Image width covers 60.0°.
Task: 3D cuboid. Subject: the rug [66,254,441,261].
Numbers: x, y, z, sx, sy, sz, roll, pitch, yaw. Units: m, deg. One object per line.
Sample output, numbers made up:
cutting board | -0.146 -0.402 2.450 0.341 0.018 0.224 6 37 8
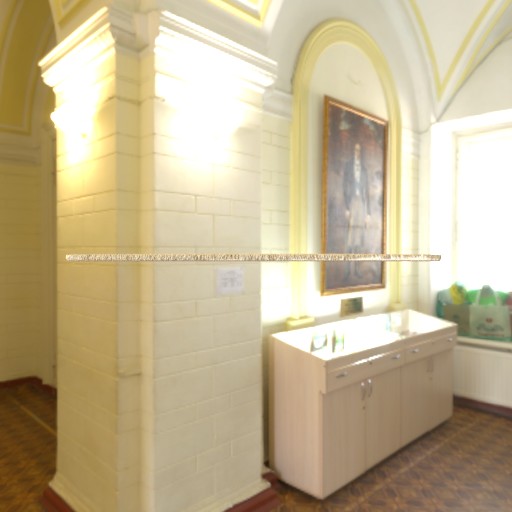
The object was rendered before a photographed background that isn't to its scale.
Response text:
rug | 0.000 0.000 2.908 1.500 0.026 2.349 0 0 1
